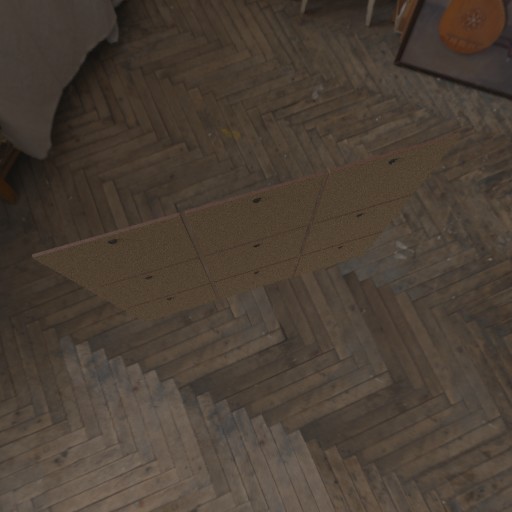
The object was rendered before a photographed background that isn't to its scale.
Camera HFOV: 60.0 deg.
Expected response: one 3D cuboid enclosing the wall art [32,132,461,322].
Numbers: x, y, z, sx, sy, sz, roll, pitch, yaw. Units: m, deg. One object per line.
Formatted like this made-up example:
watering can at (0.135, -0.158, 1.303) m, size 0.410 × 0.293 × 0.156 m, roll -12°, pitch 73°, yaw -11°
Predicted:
wall art at (0.000, 0.000, 2.251) m, size 1.533 × 1.532 × 0.019 m, roll -17°, pitch 74°, yaw -5°
